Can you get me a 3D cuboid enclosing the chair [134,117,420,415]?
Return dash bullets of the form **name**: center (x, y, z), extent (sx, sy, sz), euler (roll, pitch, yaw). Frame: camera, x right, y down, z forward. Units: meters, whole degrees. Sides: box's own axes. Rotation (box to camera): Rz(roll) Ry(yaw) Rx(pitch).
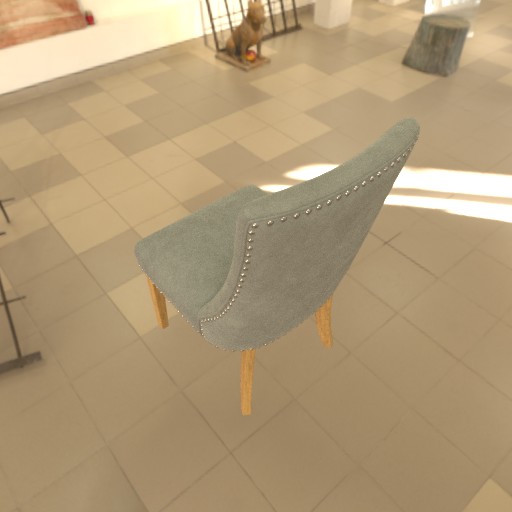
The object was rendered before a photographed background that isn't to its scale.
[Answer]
- **chair**: center (0.000, 0.000, 1.266), extent (0.495, 0.902, 0.610), euler (-32, 54, -27)
